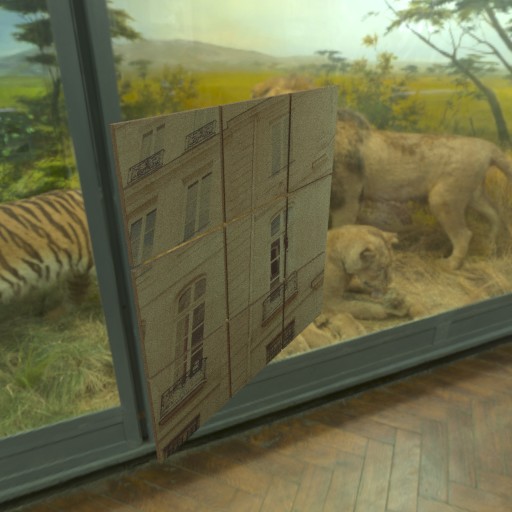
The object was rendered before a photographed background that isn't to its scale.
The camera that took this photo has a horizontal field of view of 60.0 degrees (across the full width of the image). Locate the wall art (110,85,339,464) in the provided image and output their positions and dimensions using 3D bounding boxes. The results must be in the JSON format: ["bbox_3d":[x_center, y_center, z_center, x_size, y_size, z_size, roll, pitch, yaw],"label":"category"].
[{"bbox_3d":[0.000,0.000,1.810,0.024,1.218,1.221,18,32,32],"label":"wall art"}]
